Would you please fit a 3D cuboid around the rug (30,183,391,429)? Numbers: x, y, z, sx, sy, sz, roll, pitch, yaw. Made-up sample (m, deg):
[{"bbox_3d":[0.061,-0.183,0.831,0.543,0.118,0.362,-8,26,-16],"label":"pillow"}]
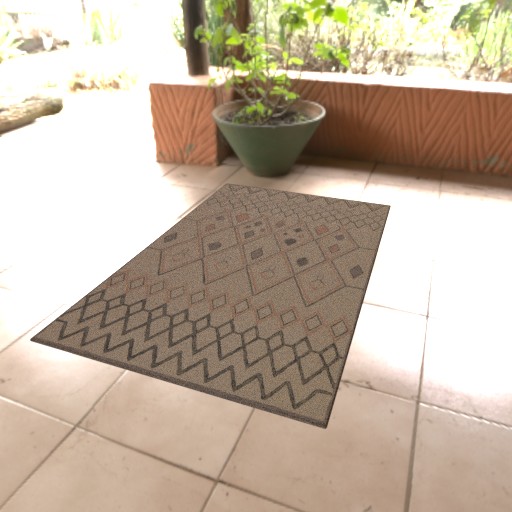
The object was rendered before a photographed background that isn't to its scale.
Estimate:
[{"bbox_3d":[0.000,0.000,2.996,1.524,0.015,2.438,10,31,18],"label":"rug"}]
